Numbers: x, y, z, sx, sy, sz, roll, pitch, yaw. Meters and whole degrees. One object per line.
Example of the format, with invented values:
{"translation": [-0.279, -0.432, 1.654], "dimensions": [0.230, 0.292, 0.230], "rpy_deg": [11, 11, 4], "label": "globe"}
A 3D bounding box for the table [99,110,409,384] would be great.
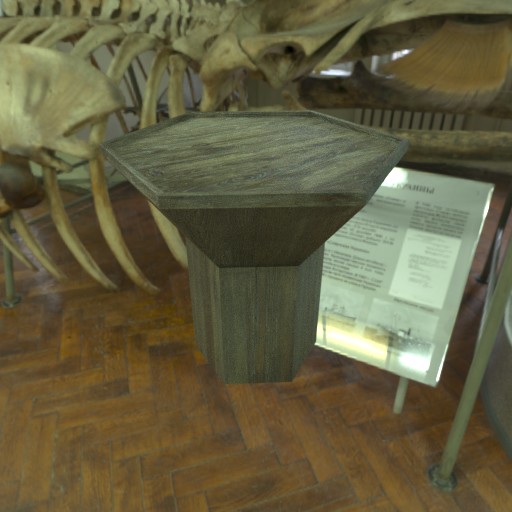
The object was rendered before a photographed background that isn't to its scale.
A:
{"translation": [0.000, 0.000, 1.127], "dimensions": [0.683, 0.586, 0.592], "rpy_deg": [-1, 31, -2], "label": "table"}
